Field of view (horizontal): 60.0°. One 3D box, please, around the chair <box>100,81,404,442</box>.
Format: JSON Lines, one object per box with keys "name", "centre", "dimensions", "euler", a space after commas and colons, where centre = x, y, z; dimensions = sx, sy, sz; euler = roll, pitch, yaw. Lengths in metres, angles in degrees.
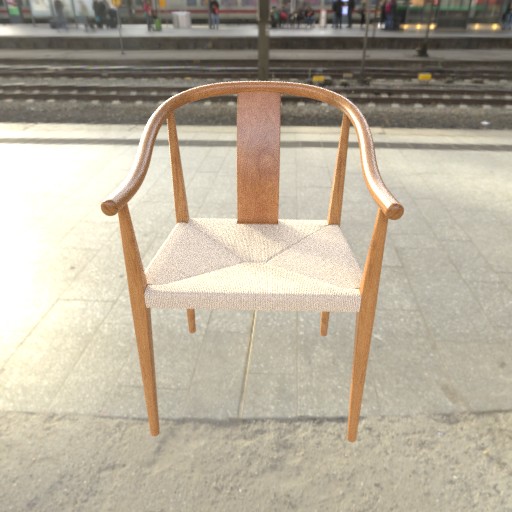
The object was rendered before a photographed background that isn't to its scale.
{"name": "chair", "centre": [0.000, 0.000, 1.182], "dimensions": [0.556, 0.800, 0.579], "euler": [1, 29, 2]}
